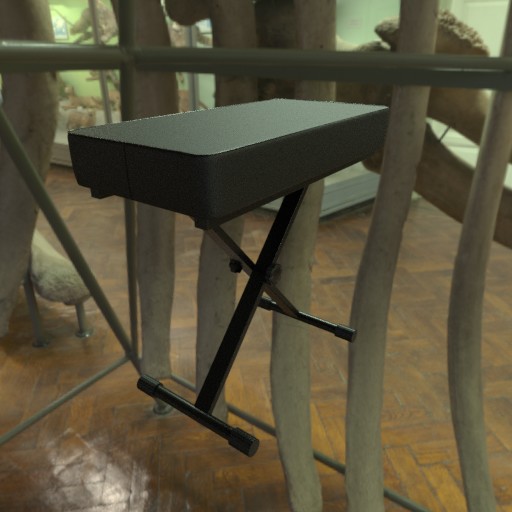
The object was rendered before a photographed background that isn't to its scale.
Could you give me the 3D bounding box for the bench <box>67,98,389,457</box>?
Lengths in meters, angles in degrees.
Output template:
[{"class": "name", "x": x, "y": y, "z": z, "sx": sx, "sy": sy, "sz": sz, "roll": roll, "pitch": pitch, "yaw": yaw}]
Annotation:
[{"class": "bench", "x": 0.000, "y": 0.000, "z": 0.927, "sx": 0.300, "sy": 0.561, "sz": 0.600, "roll": 17, "pitch": 30, "yaw": 32}]
